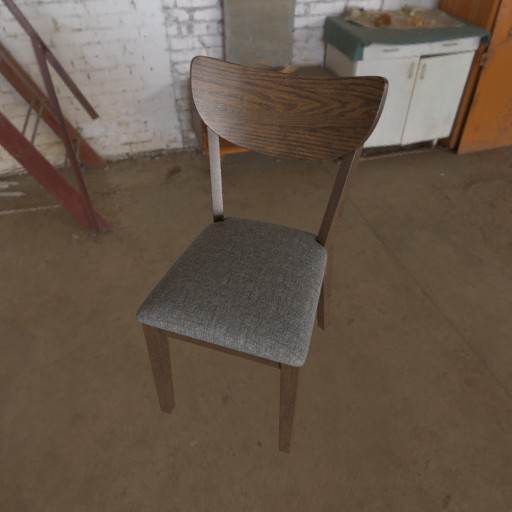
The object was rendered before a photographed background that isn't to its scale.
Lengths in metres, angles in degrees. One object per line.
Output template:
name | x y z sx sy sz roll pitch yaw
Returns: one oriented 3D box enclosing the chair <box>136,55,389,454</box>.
chair | 0.000 0.000 1.183 0.491 0.849 0.583 13 43 14
